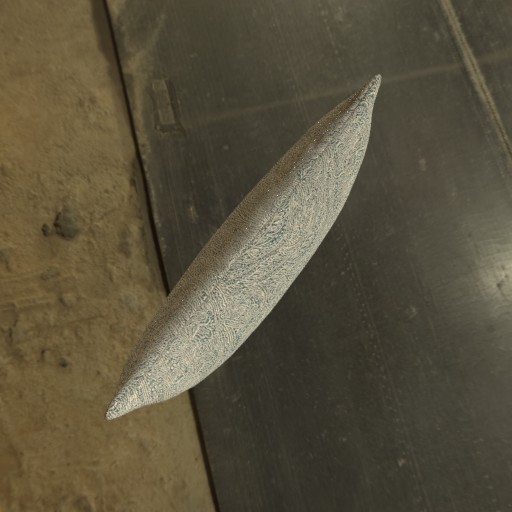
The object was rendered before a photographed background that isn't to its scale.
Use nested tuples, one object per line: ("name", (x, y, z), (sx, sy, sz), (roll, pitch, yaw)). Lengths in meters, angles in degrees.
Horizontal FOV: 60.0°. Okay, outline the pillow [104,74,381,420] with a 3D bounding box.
("pillow", (0.000, 0.000, 0.748), (0.151, 0.295, 0.615), (37, 79, 8))
